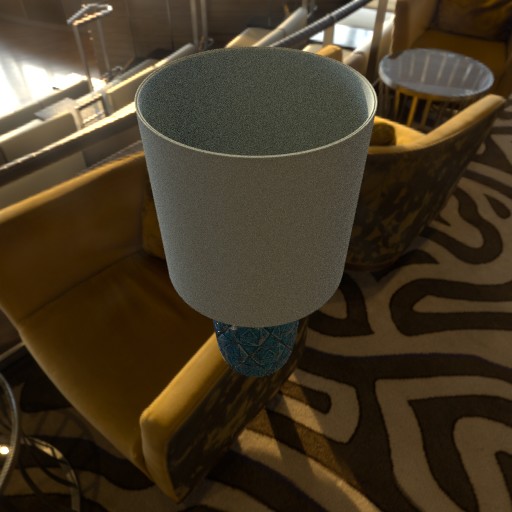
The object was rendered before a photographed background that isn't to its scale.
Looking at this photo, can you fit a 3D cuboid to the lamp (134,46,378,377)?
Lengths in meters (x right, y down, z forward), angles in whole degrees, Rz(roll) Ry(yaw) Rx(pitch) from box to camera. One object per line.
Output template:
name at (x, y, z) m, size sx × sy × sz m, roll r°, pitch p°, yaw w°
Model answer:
lamp at (0.000, 0.000, 0.491) m, size 0.193 × 0.377 × 0.193 m, roll 25°, pitch 50°, yaw 23°
